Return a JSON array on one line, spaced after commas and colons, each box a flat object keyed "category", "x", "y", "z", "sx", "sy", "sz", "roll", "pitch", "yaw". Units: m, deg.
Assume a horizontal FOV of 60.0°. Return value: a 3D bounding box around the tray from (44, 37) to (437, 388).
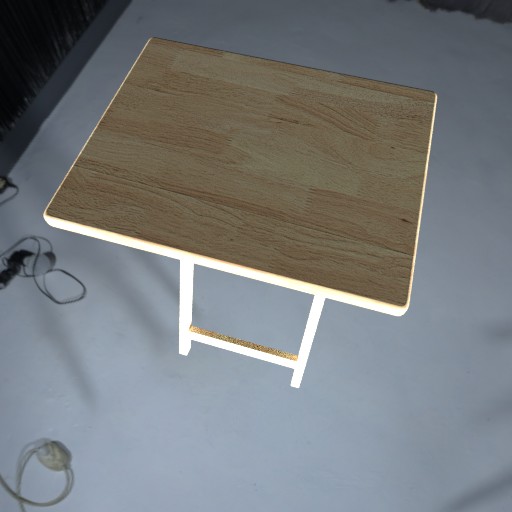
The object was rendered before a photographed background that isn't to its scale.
[{"category": "tray", "x": 0.000, "y": 0.000, "z": 0.928, "sx": 0.483, "sy": 0.660, "sz": 0.381, "roll": 14, "pitch": 63, "yaw": 7}]
